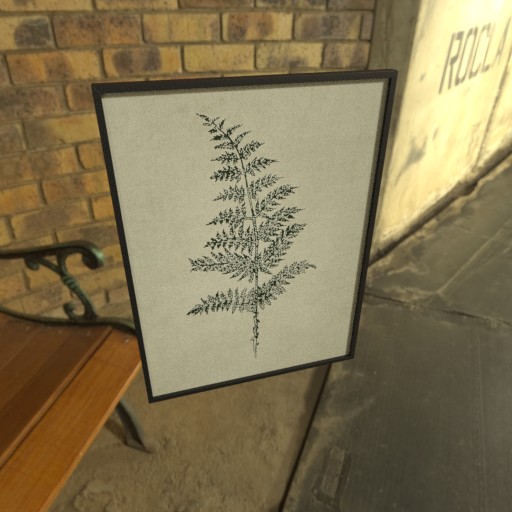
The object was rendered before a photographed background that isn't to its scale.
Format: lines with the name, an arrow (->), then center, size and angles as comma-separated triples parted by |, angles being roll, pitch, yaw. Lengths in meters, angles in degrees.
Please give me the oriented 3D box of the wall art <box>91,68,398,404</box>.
wall art -> 0.000, 0.000, 1.408 | 0.802, 1.070, 0.036 | -9, 32, -14
